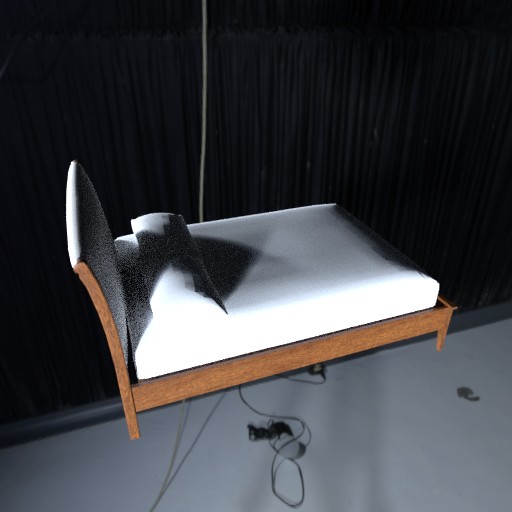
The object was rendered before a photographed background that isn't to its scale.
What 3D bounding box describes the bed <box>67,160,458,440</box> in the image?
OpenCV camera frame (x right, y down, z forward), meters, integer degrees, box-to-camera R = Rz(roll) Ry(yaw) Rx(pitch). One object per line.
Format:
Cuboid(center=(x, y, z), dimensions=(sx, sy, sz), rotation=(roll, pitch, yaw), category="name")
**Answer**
Cuboid(center=(0.000, 0.000, 3.268), dimensions=(2.380, 1.250, 1.612), rotation=(-10, 32, -17), category="bed")
